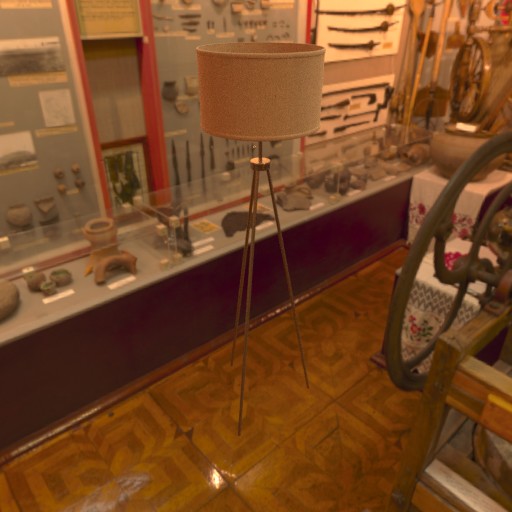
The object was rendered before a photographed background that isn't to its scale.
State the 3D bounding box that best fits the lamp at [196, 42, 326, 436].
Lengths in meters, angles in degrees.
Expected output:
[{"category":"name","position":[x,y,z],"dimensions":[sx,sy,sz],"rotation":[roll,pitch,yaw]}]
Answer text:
[{"category":"lamp","position":[0.000,0.000,1.803],"dimensions":[0.449,1.545,0.460],"rotation":[-22,37,-34]}]
